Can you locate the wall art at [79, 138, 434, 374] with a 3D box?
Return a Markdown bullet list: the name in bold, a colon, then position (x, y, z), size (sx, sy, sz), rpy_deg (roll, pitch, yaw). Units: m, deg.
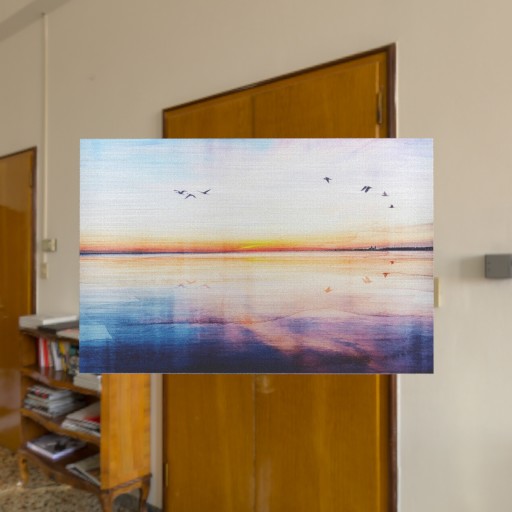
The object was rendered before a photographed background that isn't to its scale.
- **wall art**: position (0.000, 0.000, 1.158), size (0.911, 0.605, 0.037), rpy_deg (0, 0, 0)
